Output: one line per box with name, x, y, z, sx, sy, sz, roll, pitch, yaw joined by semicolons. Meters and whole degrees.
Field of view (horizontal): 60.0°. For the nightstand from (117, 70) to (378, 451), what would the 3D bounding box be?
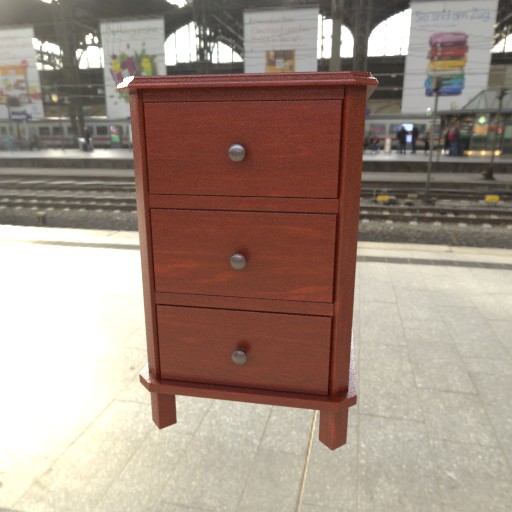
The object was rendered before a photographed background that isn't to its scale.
nightstand;0.000;0.000;0.938;0.435;0.681;0.351;3;15;10
